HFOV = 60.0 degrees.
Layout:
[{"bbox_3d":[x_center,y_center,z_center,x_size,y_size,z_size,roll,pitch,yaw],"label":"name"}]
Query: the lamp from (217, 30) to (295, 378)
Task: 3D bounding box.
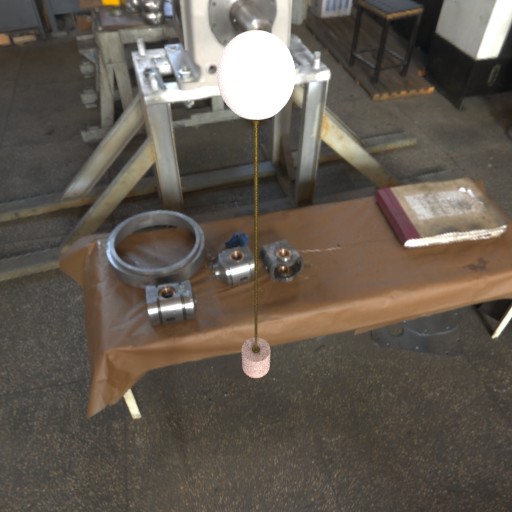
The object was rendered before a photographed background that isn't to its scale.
[{"bbox_3d":[0.000,0.000,1.834,0.229,1.748,0.229,32,54,27],"label":"lamp"}]
